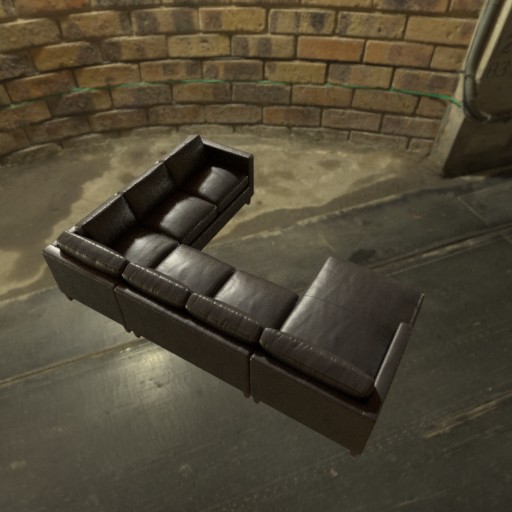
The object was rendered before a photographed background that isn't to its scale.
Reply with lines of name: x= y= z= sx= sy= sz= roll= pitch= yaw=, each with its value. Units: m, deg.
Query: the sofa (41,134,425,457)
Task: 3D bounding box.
sofa: x=0.000 y=0.000 z=4.570 sx=3.324 sy=0.891 sz=2.452 roll=23 pitch=50 yaw=21
